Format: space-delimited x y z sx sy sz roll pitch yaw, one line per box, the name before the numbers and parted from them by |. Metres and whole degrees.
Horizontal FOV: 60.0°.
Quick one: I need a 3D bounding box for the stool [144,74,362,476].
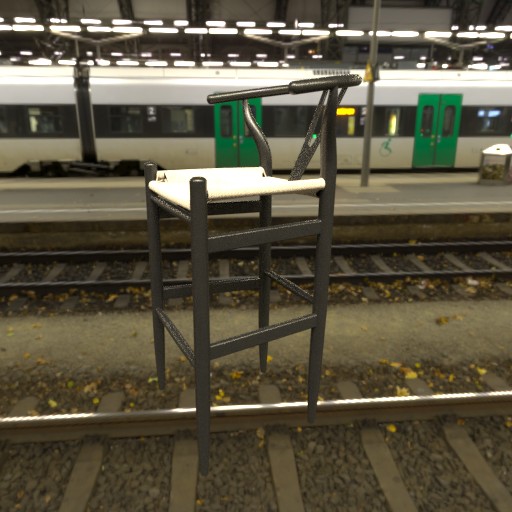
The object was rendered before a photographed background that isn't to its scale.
stool | 0.000 0.000 1.400 0.579 1.072 0.569 -8 18 -25
